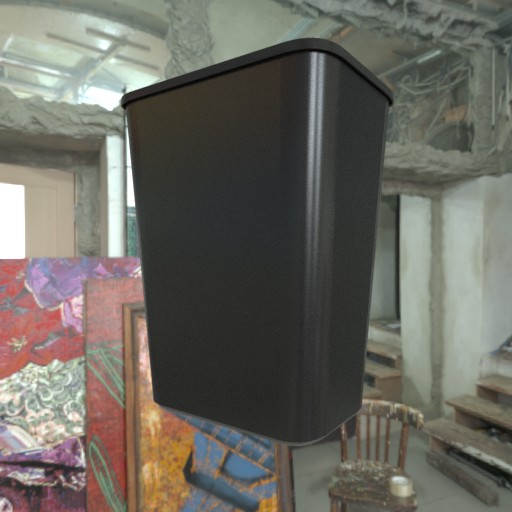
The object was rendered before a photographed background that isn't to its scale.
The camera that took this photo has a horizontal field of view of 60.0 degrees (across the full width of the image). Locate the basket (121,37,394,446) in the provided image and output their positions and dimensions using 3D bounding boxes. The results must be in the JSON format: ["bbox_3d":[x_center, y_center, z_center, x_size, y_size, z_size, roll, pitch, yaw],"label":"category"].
[{"bbox_3d":[0.000,0.000,0.736,0.394,0.521,0.287,1,1,36],"label":"basket"}]
